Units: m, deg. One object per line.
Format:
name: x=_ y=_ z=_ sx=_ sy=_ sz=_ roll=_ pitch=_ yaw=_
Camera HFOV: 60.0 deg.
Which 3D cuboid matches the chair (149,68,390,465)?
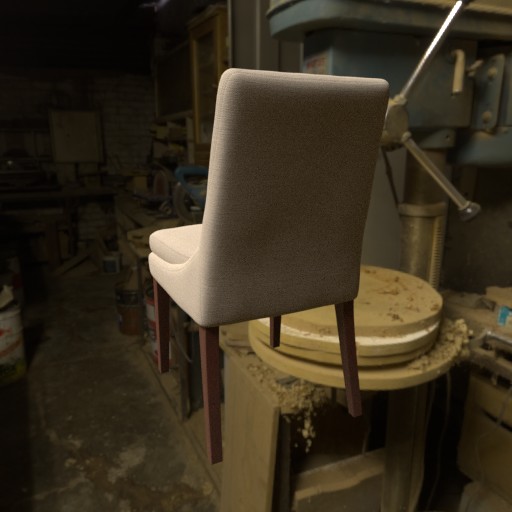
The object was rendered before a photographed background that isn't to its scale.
chair: x=0.000 y=0.000 z=1.309 sx=0.515 sy=0.940 sz=0.638 roll=-7 pitch=17 yaw=-25
